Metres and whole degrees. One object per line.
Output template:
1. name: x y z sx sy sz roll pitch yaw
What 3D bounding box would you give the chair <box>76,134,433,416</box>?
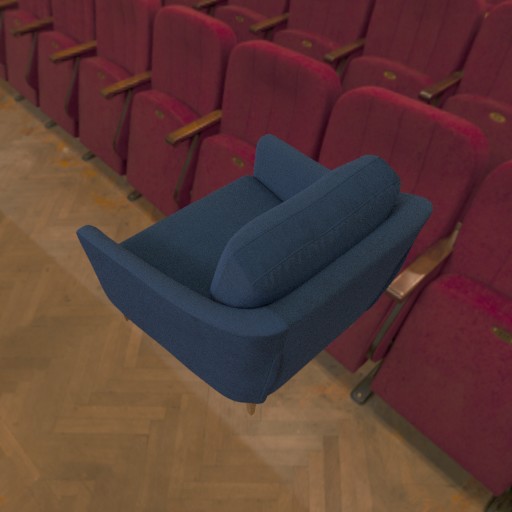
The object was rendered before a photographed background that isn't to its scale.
1. chair: 0.000 0.000 1.731 0.987 0.899 0.961 -34 55 -28
